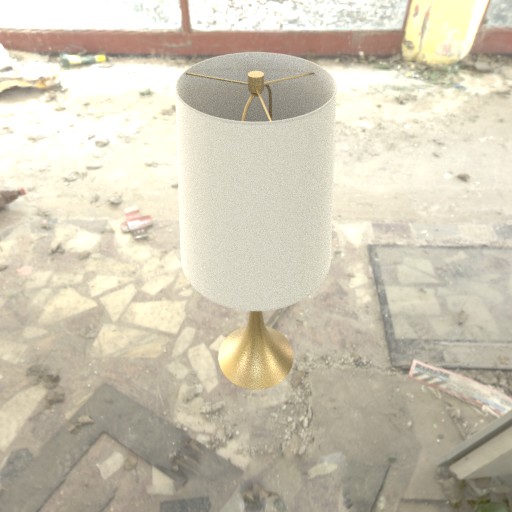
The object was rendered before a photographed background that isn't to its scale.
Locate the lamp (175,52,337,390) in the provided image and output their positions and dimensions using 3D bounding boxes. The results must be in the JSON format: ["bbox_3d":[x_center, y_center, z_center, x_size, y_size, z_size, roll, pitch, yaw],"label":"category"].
[{"bbox_3d":[0.000,0.000,0.692,0.231,0.569,0.231,0,45,0],"label":"lamp"}]
